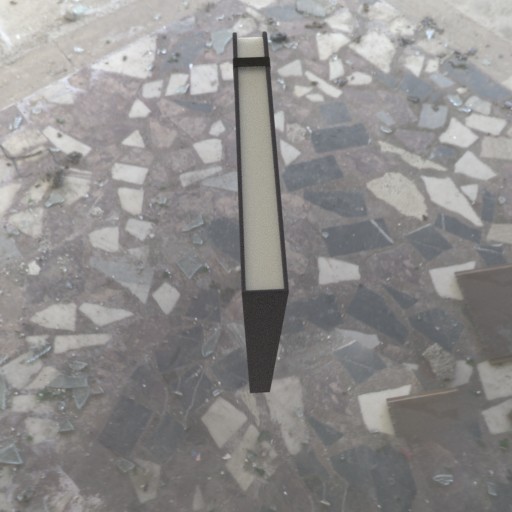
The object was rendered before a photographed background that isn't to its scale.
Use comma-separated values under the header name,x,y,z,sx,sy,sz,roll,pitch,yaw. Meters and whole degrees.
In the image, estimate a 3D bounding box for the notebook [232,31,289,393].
name,x,y,z,sx,sy,sz,roll,pitch,yaw
notebook,0.000,0.000,0.264,0.016,0.213,0.127,-2,65,-1
